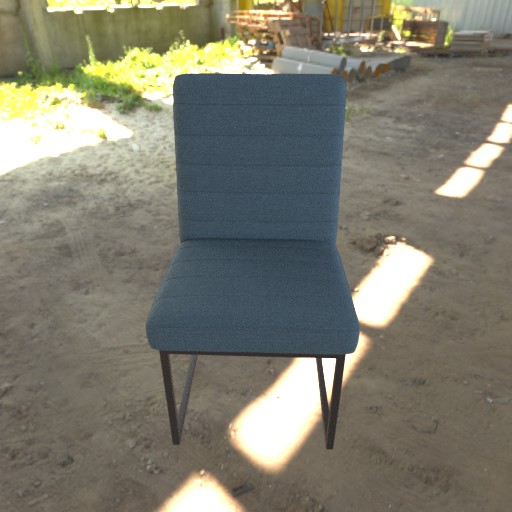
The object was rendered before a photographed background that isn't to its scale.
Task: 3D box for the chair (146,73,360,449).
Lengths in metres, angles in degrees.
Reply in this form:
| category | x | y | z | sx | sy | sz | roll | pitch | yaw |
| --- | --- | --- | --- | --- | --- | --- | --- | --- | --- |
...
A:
| category | x | y | z | sx | sy | sz | roll | pitch | yaw |
| --- | --- | --- | --- | --- | --- | --- | --- | --- | --- |
| chair | 0.000 | 0.000 | 1.303 | 0.520 | 0.930 | 0.634 | 1 | 30 | 2 |
